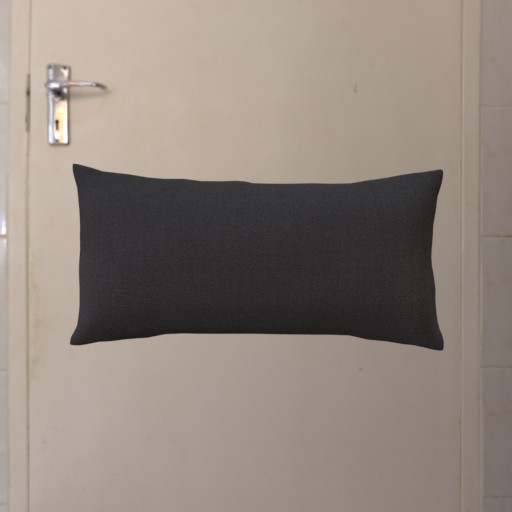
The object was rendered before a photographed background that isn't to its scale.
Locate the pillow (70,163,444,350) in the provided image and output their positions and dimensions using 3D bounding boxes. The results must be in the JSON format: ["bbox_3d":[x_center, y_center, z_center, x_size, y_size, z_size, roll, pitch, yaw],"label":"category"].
[{"bbox_3d":[0.000,0.000,0.726,0.609,0.305,0.151,0,0,1],"label":"pillow"}]
